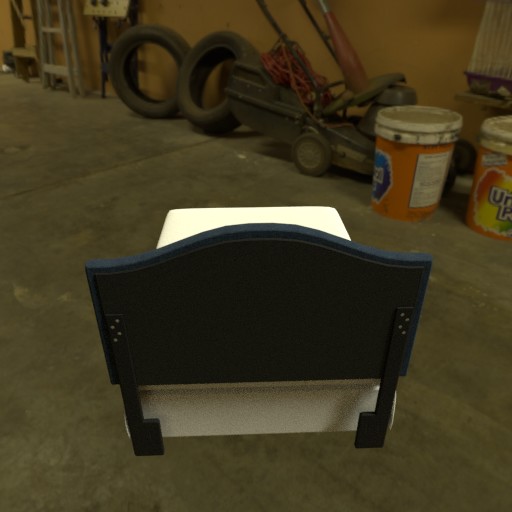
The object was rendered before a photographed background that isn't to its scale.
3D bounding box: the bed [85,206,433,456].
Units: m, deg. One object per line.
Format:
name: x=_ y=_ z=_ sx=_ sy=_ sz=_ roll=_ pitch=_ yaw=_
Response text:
bed: x=0.000 y=0.000 z=3.253 sx=1.713 sy=1.518 sz=2.153 roll=-1 pitch=30 yaw=-2
